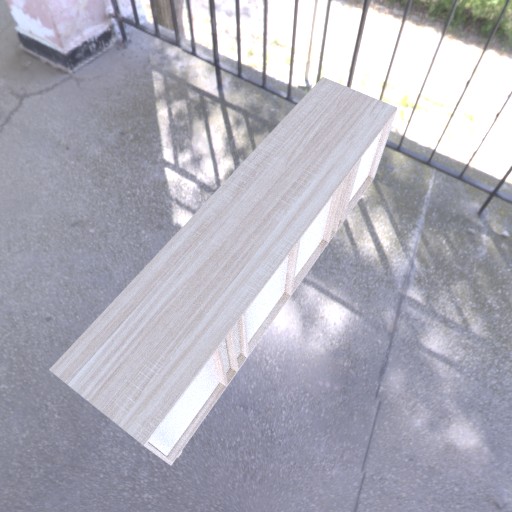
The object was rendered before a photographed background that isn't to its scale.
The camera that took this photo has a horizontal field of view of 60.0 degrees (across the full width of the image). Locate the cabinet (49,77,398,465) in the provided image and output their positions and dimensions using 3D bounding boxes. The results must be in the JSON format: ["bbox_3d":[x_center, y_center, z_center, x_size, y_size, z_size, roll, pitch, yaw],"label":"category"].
[{"bbox_3d":[0.000,0.000,2.499,0.500,0.780,2.200,30,63,17],"label":"cabinet"}]
